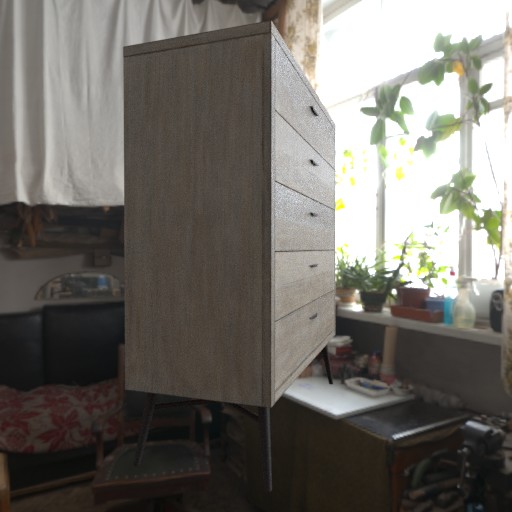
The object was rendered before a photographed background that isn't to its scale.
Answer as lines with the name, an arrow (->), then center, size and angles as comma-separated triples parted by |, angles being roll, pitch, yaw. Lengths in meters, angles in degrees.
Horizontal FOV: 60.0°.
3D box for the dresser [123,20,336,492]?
dresser -> 0.000, 0.000, 1.689 | 0.457, 1.219, 1.016 | 0, 1, 19
